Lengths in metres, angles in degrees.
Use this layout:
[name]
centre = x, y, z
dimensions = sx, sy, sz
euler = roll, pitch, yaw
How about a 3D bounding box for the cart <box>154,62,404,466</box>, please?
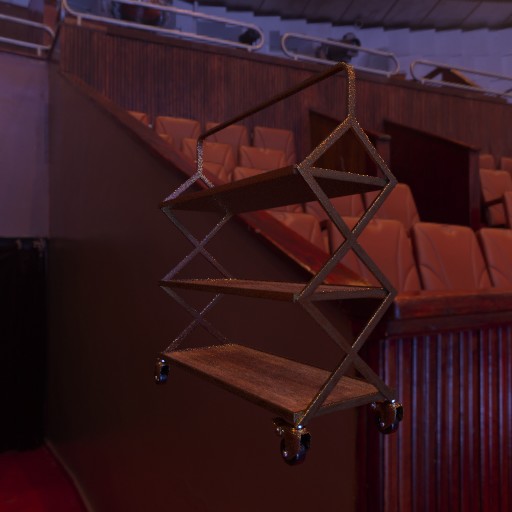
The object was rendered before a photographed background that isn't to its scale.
[cart]
centre = 0.000, 0.000, 1.198
dimensions = 0.313, 0.805, 0.723
euler = 0, -1, -34
